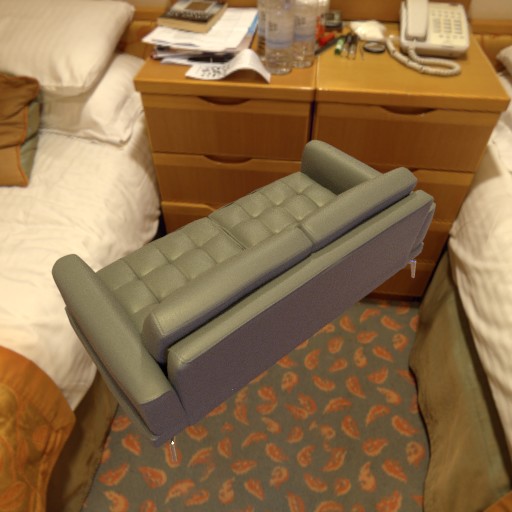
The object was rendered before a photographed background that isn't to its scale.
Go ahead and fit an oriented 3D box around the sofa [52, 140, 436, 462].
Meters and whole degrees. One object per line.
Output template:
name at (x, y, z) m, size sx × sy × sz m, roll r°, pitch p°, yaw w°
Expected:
sofa at (0.000, 0.000, 2.724) m, size 2.177 × 0.930 × 1.121 m, roll -30°, pitch 52°, yaw -27°
